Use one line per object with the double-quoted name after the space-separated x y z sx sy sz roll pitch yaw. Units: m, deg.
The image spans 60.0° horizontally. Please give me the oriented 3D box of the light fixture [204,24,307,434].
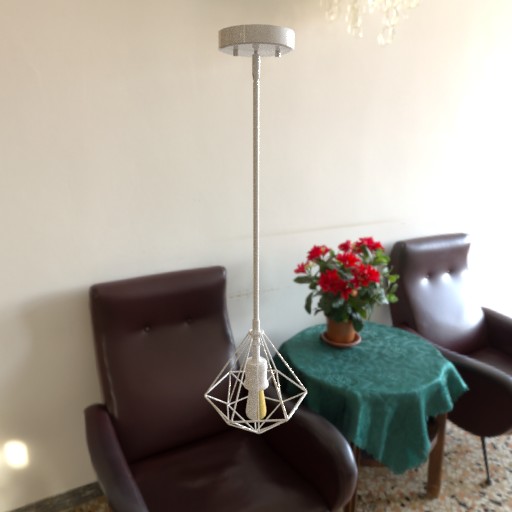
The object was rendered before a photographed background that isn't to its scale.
0.000 0.000 1.927 0.431 1.764 0.487 7 16 25 "light fixture"
